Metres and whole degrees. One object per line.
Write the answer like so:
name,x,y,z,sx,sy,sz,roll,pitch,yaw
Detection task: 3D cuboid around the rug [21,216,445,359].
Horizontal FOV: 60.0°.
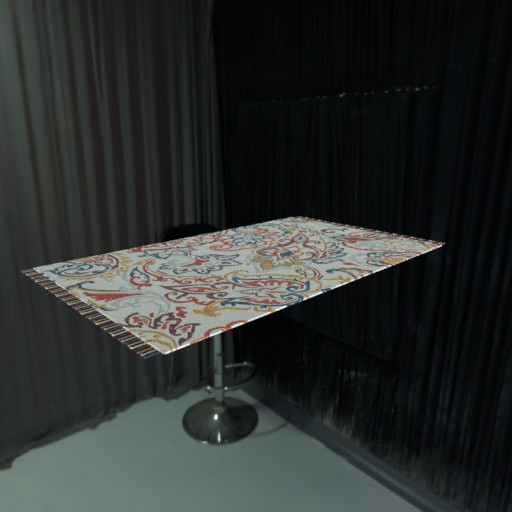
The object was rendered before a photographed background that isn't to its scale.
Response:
rug,0.000,0.000,3.074,2.584,0.010,1.523,-15,22,-41
